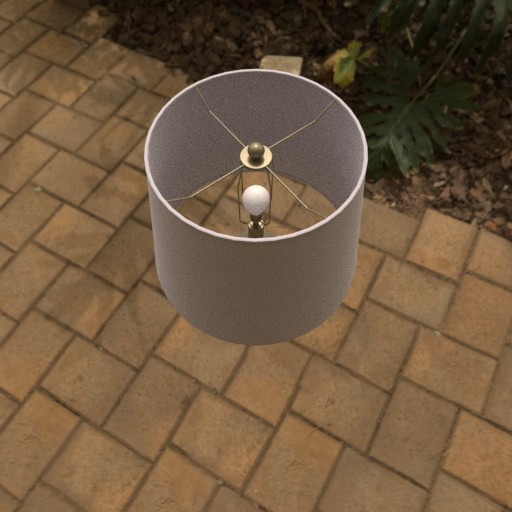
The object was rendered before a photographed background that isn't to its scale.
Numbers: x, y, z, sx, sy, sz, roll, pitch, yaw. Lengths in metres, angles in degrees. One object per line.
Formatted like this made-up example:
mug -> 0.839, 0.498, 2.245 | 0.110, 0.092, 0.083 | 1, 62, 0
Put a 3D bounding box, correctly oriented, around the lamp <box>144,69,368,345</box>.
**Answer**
lamp -> 0.000, 0.000, 0.550 | 0.239, 0.399, 0.239 | 0, 62, 0
